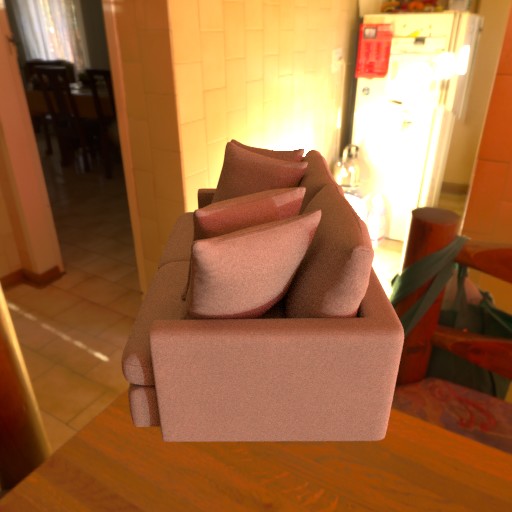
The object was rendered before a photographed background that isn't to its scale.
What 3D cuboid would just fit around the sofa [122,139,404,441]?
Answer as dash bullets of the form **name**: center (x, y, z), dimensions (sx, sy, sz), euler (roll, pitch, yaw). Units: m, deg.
- **sofa**: center (0.000, 0.000, 2.660), dimensions (1.228, 1.080, 1.869), euler (0, 27, 0)
